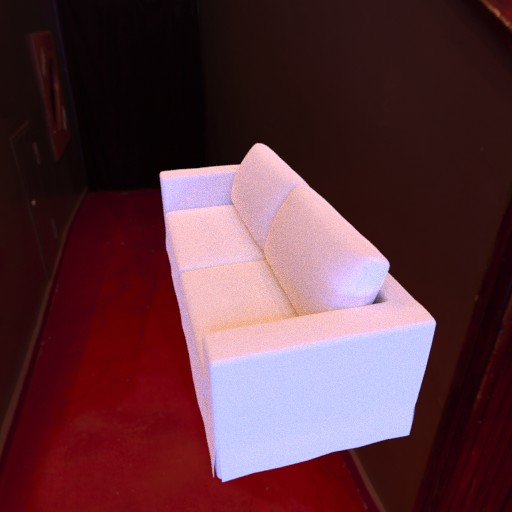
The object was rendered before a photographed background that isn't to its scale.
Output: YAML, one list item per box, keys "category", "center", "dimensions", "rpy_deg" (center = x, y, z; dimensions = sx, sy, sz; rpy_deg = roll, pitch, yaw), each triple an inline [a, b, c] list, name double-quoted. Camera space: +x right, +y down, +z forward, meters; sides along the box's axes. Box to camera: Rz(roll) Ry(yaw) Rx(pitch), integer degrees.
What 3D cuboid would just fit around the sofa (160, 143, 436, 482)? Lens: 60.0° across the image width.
- category: "sofa"
  center: [0.000, 0.000, 2.667]
  dimensions: [0.954, 0.881, 2.163]
  rpy_deg: [-8, 31, -13]
